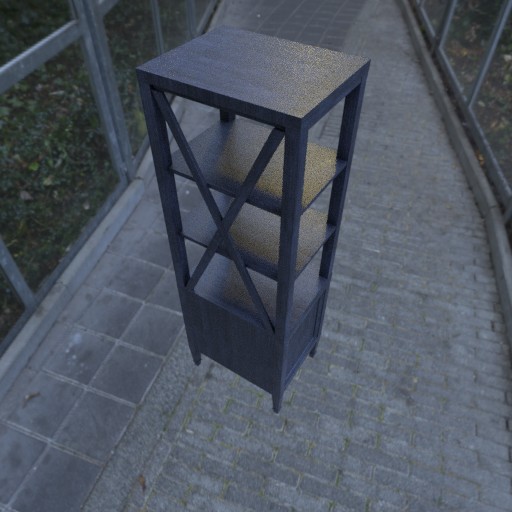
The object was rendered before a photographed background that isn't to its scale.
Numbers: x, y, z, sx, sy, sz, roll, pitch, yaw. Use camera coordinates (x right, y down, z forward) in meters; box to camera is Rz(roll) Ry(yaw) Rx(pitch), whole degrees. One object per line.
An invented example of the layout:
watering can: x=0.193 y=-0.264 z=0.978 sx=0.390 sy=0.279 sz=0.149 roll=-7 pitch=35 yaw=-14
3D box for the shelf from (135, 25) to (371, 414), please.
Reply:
shelf: x=0.000 y=0.000 z=2.008 sx=0.584 sy=1.727 sz=0.472 roll=25 pitch=50 yaw=22
